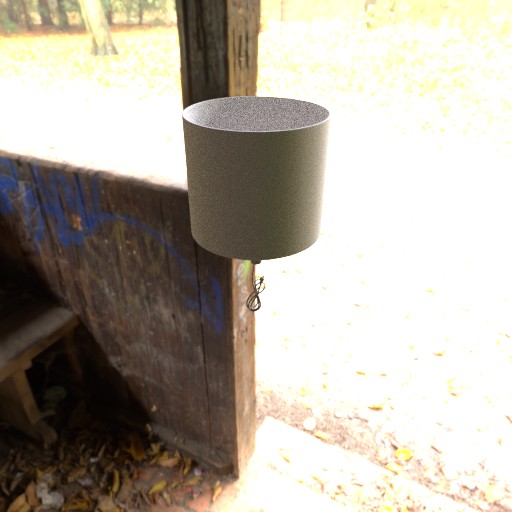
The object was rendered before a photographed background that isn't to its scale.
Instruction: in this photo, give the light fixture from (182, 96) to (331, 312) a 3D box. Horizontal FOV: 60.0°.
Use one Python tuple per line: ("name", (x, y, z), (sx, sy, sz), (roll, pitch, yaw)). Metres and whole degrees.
("light fixture", (0.000, 0.000, 0.910), (0.203, 0.651, 0.516), (0, 31, 0))
